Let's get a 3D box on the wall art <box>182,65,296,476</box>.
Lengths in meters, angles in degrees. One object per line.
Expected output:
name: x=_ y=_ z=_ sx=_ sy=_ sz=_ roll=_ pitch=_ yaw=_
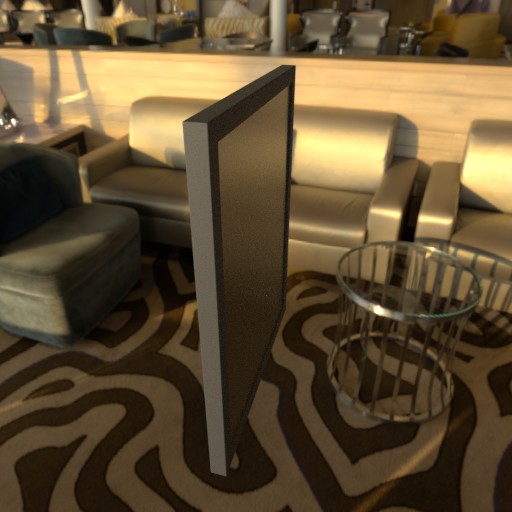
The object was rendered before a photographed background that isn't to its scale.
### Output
wall art: x=0.000 y=0.000 z=0.765 sx=0.028 sy=0.558 sz=0.457 roll=8 pitch=31 yaw=13
